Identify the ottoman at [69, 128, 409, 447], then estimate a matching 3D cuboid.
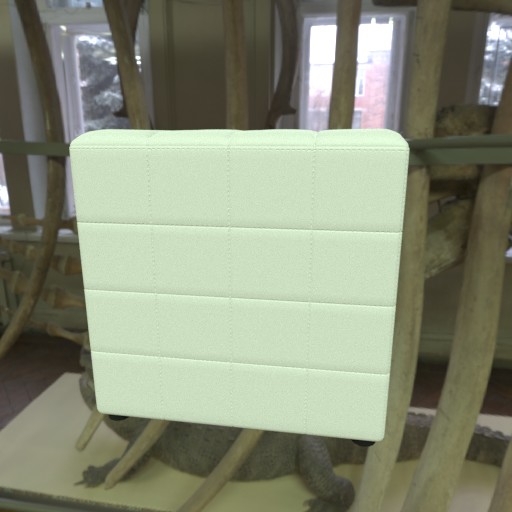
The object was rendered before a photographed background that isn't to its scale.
[{"bbox_3d":[0.000,0.000,0.789,0.425,0.432,0.425,2,15,9],"label":"ottoman"}]
